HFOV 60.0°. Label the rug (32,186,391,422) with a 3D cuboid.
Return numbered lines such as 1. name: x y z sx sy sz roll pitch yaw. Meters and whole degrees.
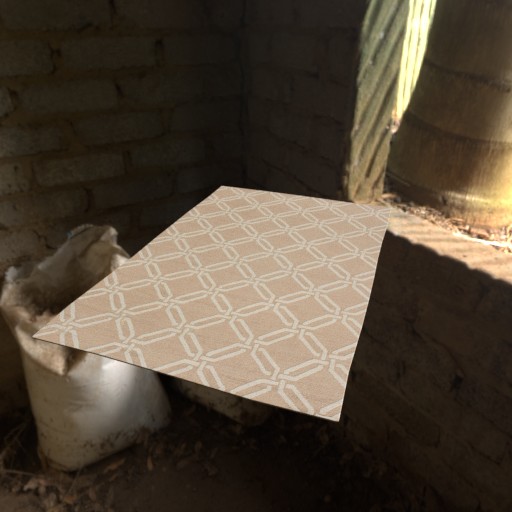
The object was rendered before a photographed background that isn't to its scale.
1. rug: 0.000 0.000 2.174 1.146 0.010 1.745 10 30 17
